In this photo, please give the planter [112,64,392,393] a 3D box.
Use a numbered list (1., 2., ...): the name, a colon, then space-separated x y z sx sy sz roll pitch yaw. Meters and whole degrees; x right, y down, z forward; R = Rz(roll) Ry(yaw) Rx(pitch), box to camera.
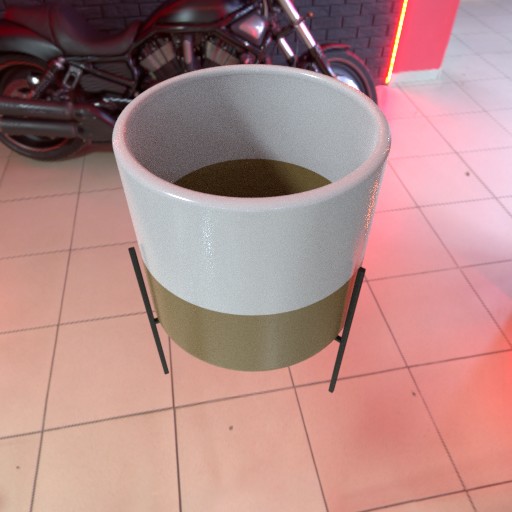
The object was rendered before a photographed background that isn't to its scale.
1. planter: 0.000 0.000 0.639 0.310 0.432 0.310 16 48 15
